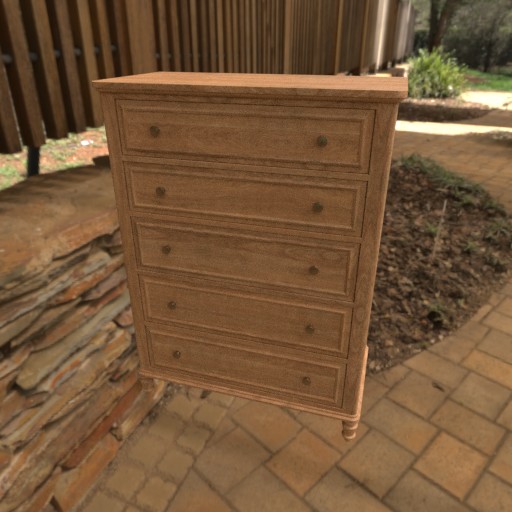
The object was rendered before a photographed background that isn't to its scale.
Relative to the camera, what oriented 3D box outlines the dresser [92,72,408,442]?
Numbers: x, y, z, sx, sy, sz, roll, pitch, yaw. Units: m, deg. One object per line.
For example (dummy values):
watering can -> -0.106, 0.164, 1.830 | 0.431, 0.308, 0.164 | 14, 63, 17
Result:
dresser -> 0.000, 0.000, 1.774 | 0.973, 1.318, 0.484 | 8, 27, 15
